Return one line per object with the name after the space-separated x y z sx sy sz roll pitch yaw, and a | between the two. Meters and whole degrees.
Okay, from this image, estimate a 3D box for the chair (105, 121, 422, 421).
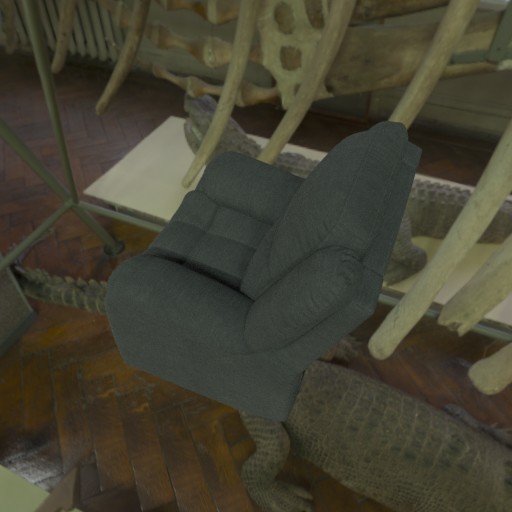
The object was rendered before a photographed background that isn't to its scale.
0.000 0.000 1.691 0.944 1.008 0.899 17 48 16 | chair
